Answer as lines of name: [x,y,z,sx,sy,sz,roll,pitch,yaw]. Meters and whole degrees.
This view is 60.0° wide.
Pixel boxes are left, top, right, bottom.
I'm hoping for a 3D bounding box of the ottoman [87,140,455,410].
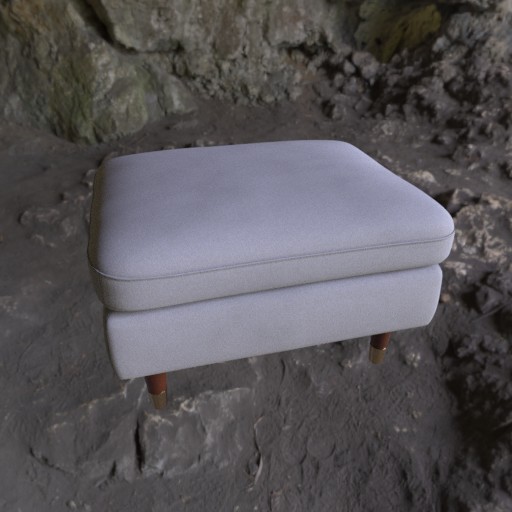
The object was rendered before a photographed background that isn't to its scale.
ottoman: [0.000,0.000,1.129,0.747,0.478,0.593,-8,32,-13]
